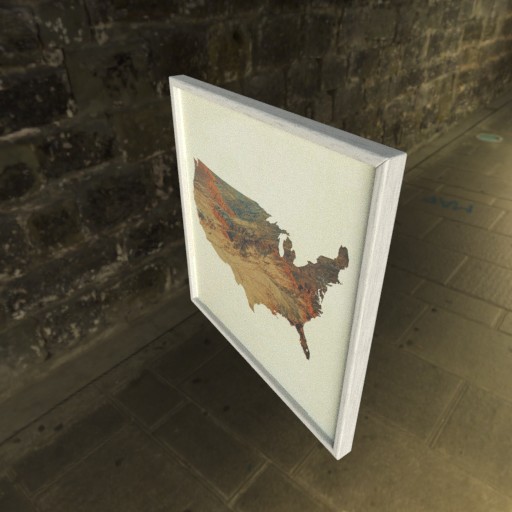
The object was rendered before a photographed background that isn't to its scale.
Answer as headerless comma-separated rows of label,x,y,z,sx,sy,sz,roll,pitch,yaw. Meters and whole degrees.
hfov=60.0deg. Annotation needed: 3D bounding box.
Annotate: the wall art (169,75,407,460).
wall art,0.000,0.000,1.933,0.078,1.288,1.287,-20,38,-29
